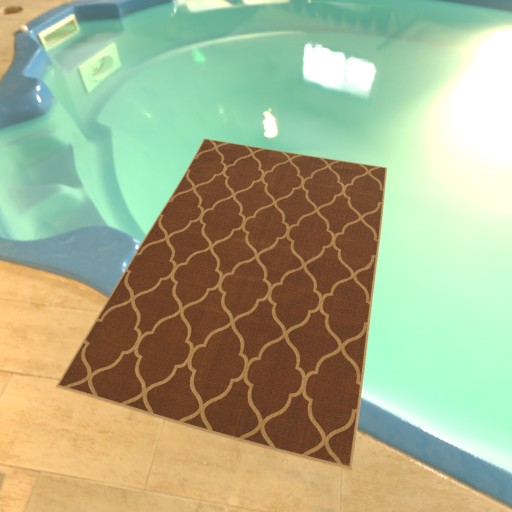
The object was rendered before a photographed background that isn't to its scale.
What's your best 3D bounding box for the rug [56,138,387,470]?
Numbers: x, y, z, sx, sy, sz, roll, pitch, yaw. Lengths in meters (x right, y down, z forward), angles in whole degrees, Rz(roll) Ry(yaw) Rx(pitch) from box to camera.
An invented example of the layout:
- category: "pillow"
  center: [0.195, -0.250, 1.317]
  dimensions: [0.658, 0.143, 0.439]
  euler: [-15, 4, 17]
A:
- category: "rug"
  center: [0.000, 0.000, 2.863]
  dimensions: [1.526, 0.014, 2.290]
  euler: [11, 50, 10]
